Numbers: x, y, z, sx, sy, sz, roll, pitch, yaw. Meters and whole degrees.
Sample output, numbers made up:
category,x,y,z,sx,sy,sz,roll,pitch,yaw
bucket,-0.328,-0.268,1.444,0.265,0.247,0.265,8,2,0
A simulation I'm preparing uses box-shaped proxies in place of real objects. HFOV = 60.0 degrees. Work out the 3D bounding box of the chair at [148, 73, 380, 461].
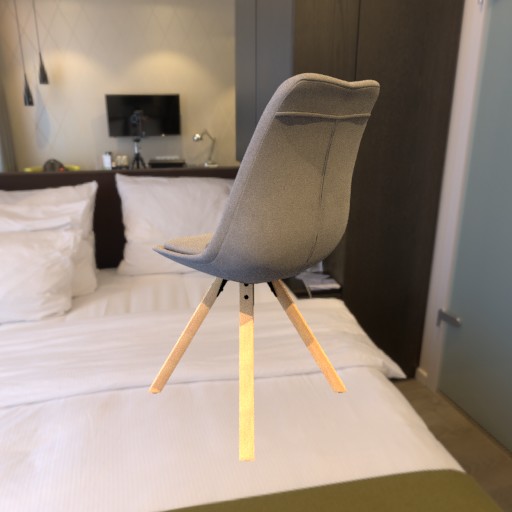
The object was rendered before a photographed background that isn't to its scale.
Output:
category,x,y,z,sx,sy,sz,roll,pitch,yaw
chair,0.000,0.000,1.191,0.474,0.863,0.549,-16,23,-42
